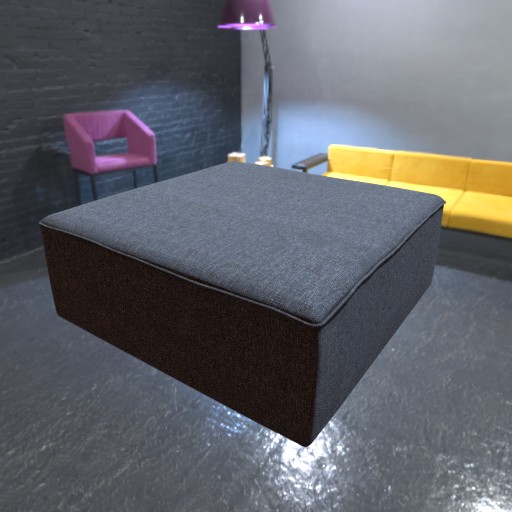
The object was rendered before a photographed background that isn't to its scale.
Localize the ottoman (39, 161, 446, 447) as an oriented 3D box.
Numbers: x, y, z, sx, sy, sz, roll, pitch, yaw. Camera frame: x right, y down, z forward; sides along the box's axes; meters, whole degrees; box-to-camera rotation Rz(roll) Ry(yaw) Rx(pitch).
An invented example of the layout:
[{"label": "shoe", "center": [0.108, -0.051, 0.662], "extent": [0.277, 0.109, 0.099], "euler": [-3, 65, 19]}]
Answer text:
[{"label": "ottoman", "center": [0.000, 0.000, 1.571], "extent": [1.023, 0.423, 1.017], "euler": [17, 30, 32]}]
